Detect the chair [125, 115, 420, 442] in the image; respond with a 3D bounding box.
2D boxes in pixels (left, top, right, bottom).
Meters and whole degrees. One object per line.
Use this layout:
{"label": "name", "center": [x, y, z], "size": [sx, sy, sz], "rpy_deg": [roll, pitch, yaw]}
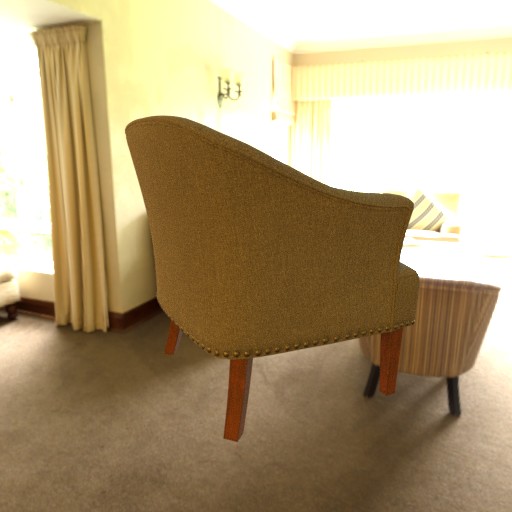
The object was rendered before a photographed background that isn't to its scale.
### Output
{"label": "chair", "center": [0.000, 0.000, 1.402], "size": [0.704, 0.815, 0.798], "rpy_deg": [-7, 15, -26]}
